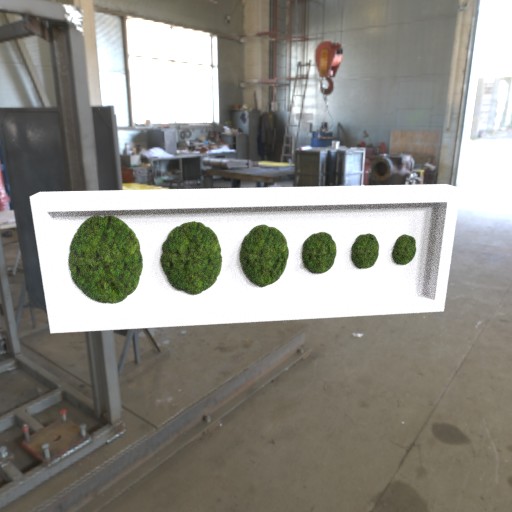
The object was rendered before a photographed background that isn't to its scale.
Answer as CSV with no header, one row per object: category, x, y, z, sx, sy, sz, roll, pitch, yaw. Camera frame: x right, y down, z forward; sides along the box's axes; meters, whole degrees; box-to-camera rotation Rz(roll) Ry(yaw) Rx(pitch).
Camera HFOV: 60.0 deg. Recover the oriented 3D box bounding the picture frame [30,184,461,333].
picture frame,0.000,0.000,0.837,0.759,0.250,0.050,-2,17,-7
